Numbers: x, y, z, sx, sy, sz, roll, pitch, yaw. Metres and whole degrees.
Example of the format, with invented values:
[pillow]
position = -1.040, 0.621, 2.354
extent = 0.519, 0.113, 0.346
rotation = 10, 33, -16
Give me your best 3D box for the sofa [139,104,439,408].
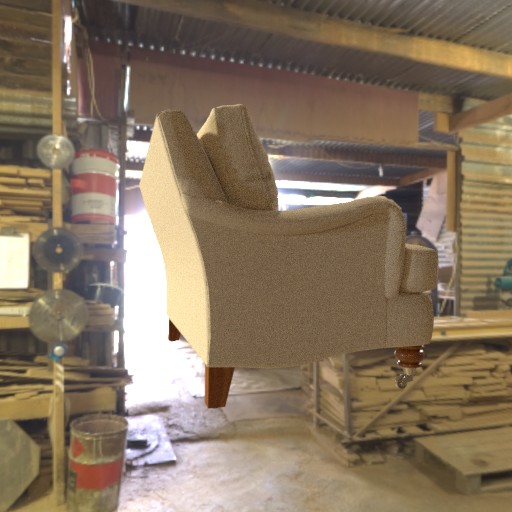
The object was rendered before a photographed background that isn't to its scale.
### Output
[sofa]
position = 0.000, 0.000, 2.235
extent = 1.087, 1.048, 1.508
rotation = 0, 0, -17
